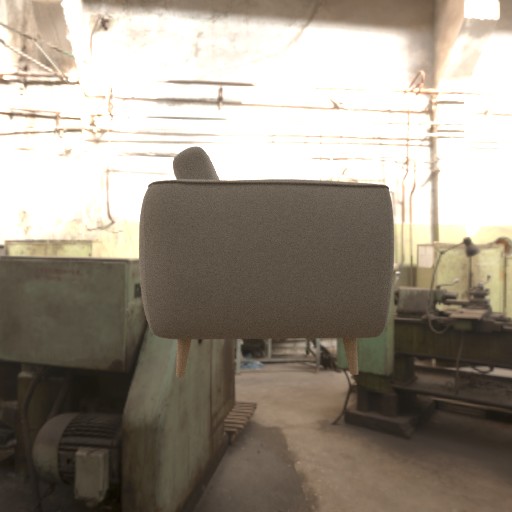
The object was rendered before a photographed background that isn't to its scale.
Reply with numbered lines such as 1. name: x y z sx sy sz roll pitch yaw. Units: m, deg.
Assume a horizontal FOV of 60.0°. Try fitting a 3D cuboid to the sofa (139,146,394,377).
1. sofa: 0.000 0.000 2.429 0.920 0.850 2.000 0 0 -3
